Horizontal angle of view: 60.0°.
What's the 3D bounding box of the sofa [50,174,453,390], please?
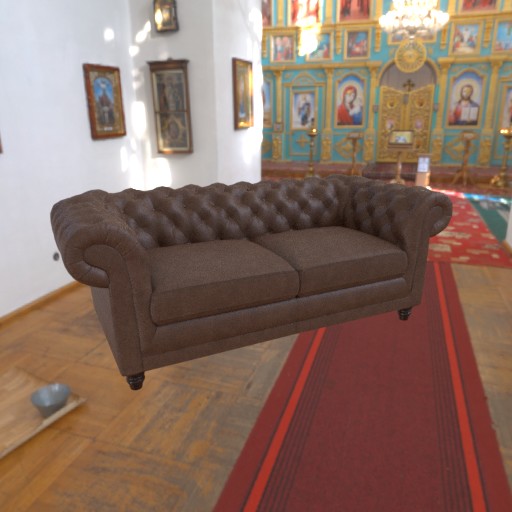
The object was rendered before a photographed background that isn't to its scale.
[{"bbox_3d":[0.000,0.000,2.513,2.048,0.784,0.955,-8,18,-26],"label":"sofa"}]
